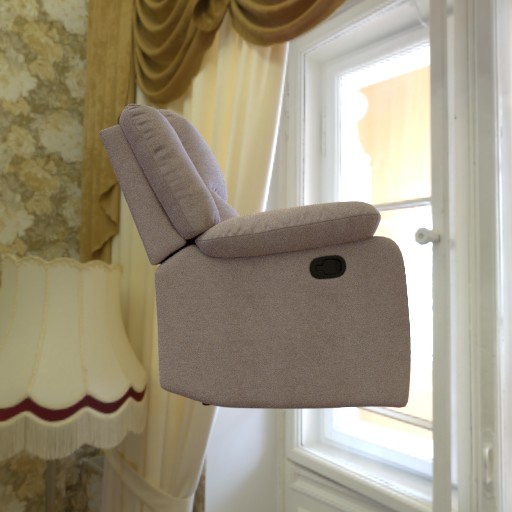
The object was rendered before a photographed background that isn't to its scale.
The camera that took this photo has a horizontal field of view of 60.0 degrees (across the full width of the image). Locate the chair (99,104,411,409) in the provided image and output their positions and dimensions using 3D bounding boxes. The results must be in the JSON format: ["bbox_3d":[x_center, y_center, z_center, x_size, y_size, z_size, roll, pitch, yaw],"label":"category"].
[{"bbox_3d":[0.000,0.000,1.697,0.944,1.008,0.899,0,-2,-1],"label":"chair"}]
